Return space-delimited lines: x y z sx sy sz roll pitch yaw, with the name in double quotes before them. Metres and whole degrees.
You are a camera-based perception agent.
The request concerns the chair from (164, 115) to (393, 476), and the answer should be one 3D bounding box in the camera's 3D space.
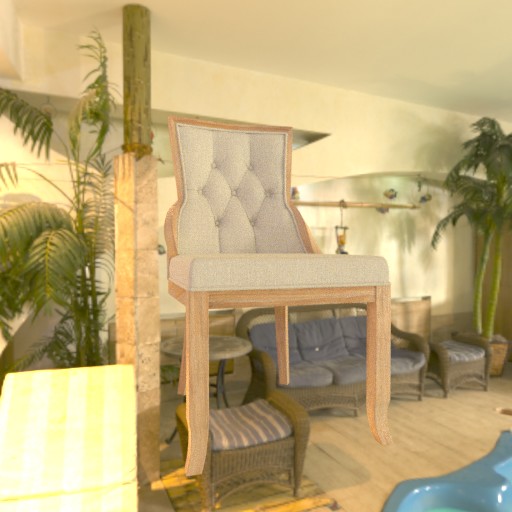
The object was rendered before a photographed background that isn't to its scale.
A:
"chair" 0.000 0.000 1.336 0.524 0.947 0.641 0 1 -18
